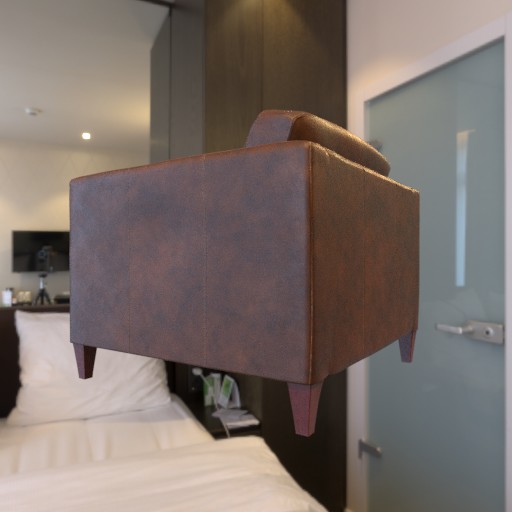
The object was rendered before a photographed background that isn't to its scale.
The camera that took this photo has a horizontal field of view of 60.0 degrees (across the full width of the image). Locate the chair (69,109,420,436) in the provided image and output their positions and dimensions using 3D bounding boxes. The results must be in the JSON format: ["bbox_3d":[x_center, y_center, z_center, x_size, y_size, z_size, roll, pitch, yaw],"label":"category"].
[{"bbox_3d":[0.000,0.000,1.696,0.975,0.864,0.990,0,0,34],"label":"chair"}]
